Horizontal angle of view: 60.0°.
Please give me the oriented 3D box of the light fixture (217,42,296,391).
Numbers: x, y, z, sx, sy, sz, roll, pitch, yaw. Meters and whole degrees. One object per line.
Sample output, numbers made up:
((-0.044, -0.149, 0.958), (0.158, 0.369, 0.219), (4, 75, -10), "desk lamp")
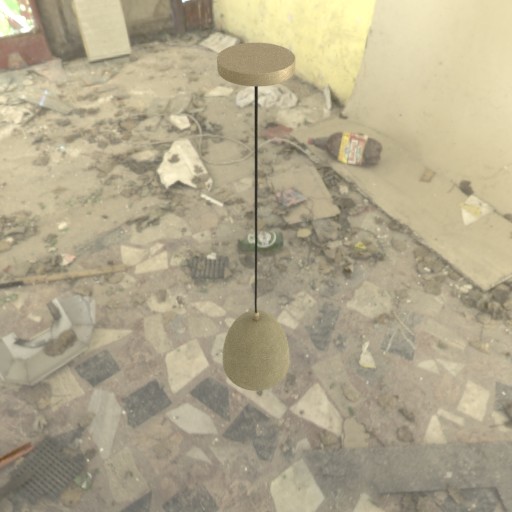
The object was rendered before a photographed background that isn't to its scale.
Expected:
((0.000, 0.000, 0.863), (0.170, 0.759, 0.170), (-9, 46, -9), "light fixture")
